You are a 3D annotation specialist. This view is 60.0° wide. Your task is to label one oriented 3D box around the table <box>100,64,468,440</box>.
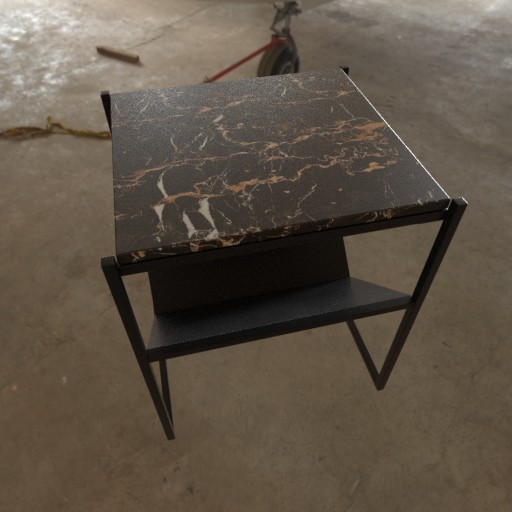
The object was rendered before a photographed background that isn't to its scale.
[{"bbox_3d":[0.000,0.000,0.881,0.469,0.534,0.432,-10,48,-9],"label":"table"}]
